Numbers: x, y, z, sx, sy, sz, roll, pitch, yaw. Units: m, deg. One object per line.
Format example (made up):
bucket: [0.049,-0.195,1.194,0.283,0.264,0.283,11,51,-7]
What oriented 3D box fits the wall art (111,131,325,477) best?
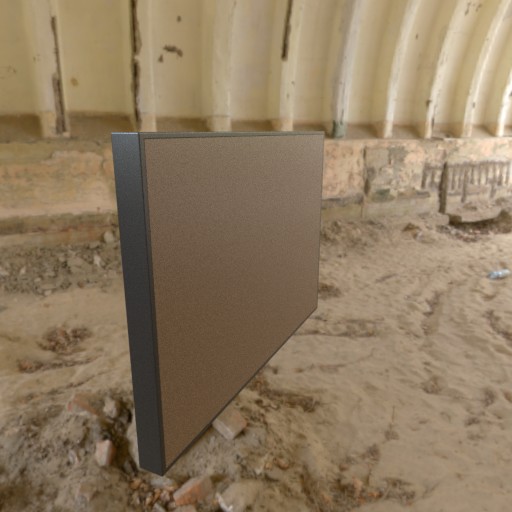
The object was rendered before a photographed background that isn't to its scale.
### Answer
wall art: [0.000,0.000,1.185,0.058,0.640,0.939,8,17,25]
